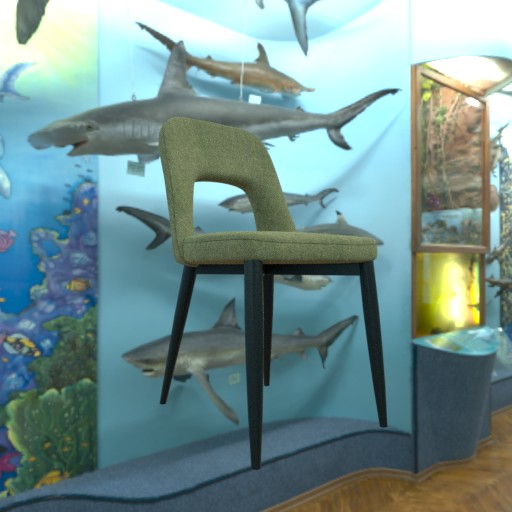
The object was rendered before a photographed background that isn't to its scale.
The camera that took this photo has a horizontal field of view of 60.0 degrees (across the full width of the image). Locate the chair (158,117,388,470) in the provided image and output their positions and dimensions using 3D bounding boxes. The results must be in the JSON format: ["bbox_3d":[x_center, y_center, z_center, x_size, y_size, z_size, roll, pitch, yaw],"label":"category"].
[{"bbox_3d":[0.000,0.000,1.310,0.470,0.931,0.612,0,-1,-35],"label":"chair"}]
